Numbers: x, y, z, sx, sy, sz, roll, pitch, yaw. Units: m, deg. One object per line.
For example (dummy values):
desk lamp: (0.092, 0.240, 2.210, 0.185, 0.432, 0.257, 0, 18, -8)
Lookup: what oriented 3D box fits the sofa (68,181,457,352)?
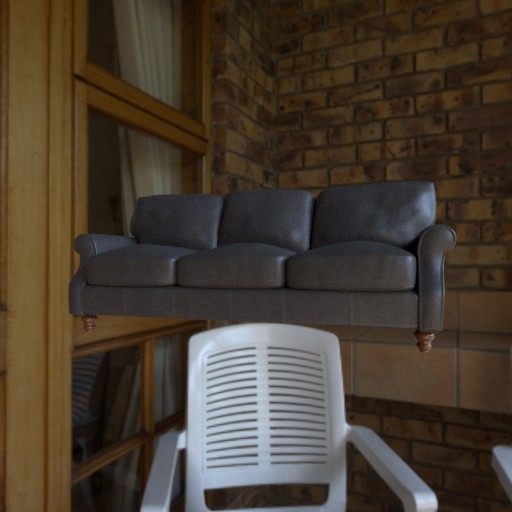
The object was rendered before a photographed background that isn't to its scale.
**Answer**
sofa: (0.000, 0.000, 2.933, 2.387, 0.977, 0.974, 0, -1, 19)
